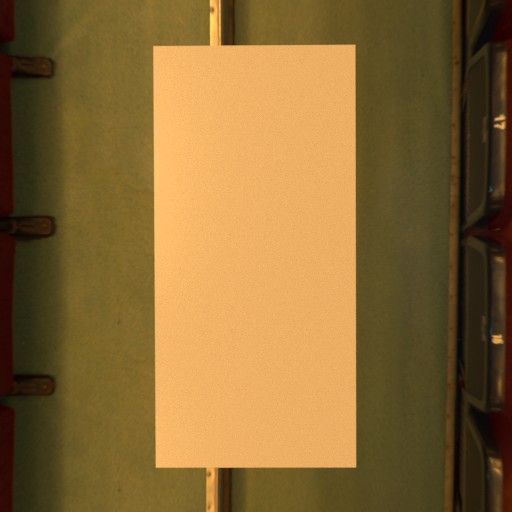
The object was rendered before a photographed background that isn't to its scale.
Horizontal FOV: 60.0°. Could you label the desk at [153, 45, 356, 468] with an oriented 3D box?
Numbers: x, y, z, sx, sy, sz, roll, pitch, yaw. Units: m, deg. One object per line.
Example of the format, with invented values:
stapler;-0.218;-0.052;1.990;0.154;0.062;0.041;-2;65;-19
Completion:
desk;0.000;0.000;1.499;0.509;0.780;1.059;0;91;0
